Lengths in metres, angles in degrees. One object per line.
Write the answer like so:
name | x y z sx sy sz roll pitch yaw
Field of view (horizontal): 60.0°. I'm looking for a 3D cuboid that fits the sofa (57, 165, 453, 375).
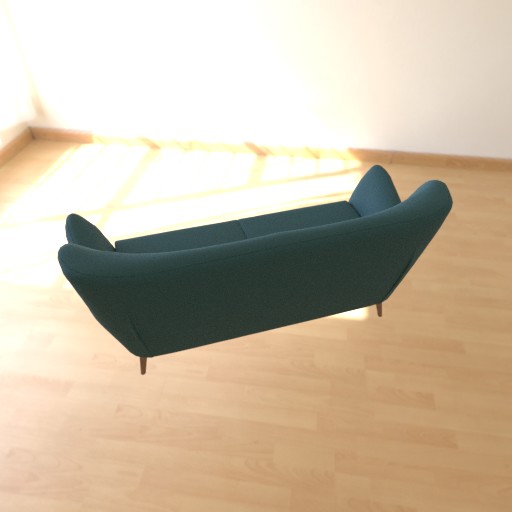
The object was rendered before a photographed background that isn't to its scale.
sofa | 0.000 0.000 2.434 1.930 0.890 0.889 -11 42 -13
